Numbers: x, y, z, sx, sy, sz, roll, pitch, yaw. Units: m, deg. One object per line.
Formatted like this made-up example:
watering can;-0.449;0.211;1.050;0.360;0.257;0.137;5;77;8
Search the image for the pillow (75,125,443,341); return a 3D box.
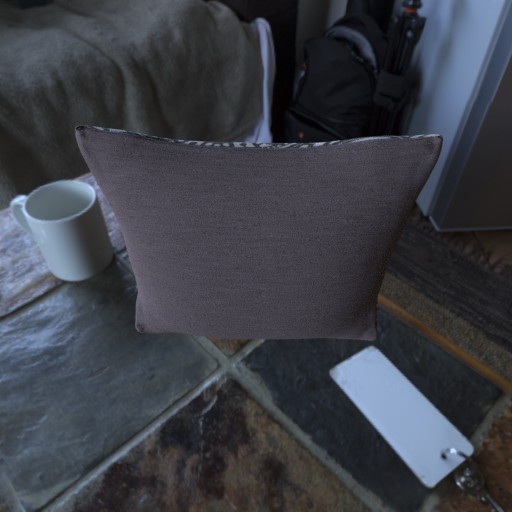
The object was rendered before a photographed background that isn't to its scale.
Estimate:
pillow;0.000;0.000;0.659;0.436;0.417;0.148;2;46;2
